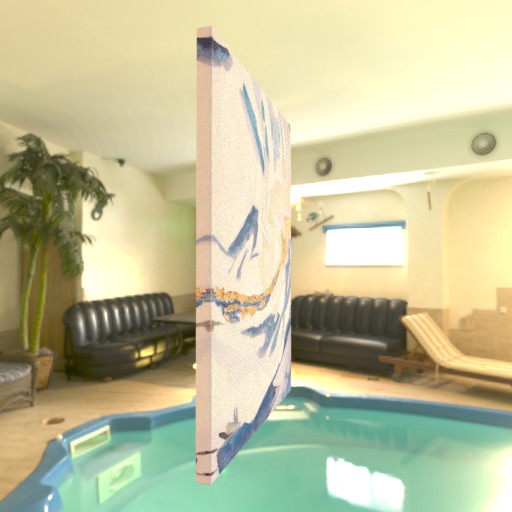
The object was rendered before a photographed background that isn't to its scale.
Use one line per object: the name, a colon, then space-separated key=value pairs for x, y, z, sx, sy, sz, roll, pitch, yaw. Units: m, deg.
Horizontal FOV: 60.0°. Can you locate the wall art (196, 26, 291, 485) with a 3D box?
wall art: x=0.000 y=0.000 z=1.343 sx=0.038 sy=1.015 sz=0.761 roll=0 pitch=-1 yaw=18
